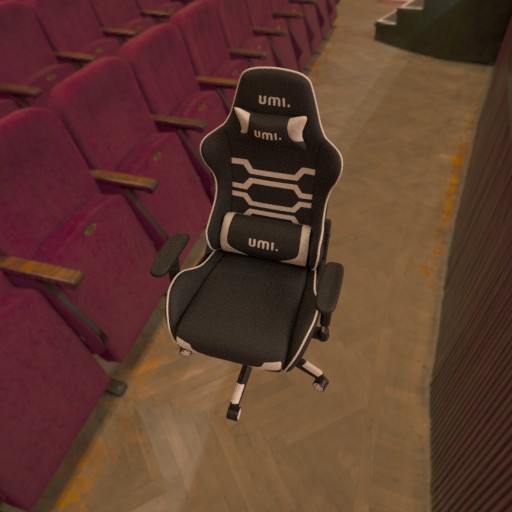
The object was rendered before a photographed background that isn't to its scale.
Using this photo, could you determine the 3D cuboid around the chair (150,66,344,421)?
[{"bbox_3d":[0.000,0.000,1.660,0.700,1.240,0.700,11,43,12],"label":"chair"}]
